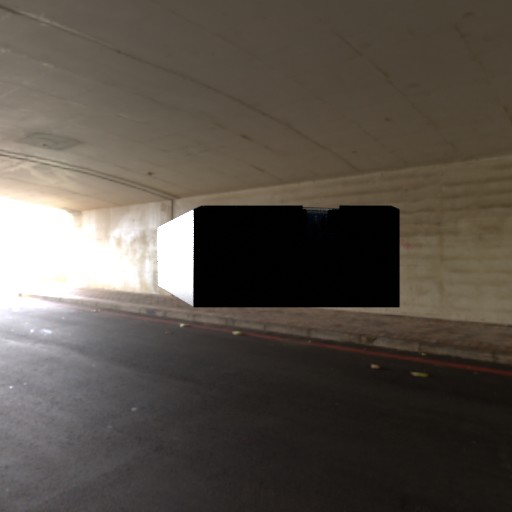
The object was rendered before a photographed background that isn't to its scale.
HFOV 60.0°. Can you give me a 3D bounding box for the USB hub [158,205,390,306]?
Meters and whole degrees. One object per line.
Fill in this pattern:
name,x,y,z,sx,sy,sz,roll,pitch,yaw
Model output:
USB hub,0.000,0.000,0.127,0.044,0.023,0.110,0,0,-19
